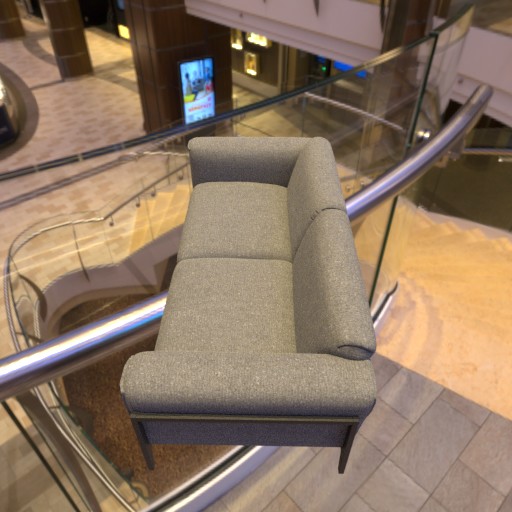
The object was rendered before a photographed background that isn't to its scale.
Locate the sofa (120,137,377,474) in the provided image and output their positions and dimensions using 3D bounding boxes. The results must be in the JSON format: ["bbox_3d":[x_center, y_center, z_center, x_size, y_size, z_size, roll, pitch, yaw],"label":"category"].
[{"bbox_3d":[0.000,0.000,2.538,0.985,0.703,2.125,1,41,1],"label":"sofa"}]
